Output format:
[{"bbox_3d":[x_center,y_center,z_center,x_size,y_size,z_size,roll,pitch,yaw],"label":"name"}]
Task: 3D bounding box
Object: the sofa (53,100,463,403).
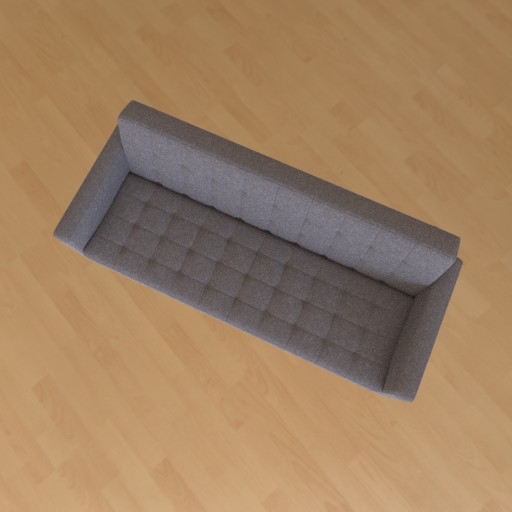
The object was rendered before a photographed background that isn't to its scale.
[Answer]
[{"bbox_3d":[0.000,0.000,2.476,2.040,0.850,0.810,24,77,6],"label":"sofa"}]
